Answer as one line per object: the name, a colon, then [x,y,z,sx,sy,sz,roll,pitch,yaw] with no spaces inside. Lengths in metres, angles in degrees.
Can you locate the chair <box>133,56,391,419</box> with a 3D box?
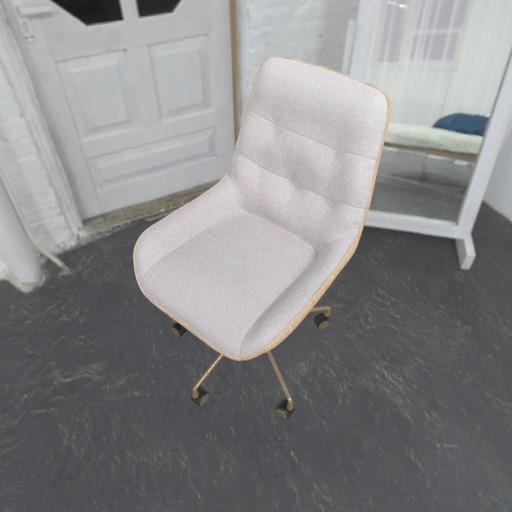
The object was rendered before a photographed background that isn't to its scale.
chair: [0.000,0.000,1.358,0.564,0.952,0.668,30,54,26]
